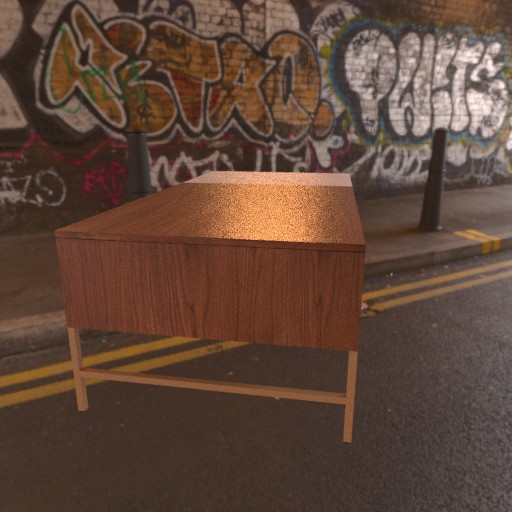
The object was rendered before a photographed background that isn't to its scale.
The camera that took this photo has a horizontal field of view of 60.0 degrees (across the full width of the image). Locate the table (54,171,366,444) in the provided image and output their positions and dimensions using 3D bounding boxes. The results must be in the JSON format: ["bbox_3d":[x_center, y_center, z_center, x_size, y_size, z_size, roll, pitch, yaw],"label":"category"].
[{"bbox_3d":[0.000,0.000,1.898,0.789,0.551,1.553,3,17,10],"label":"table"}]
